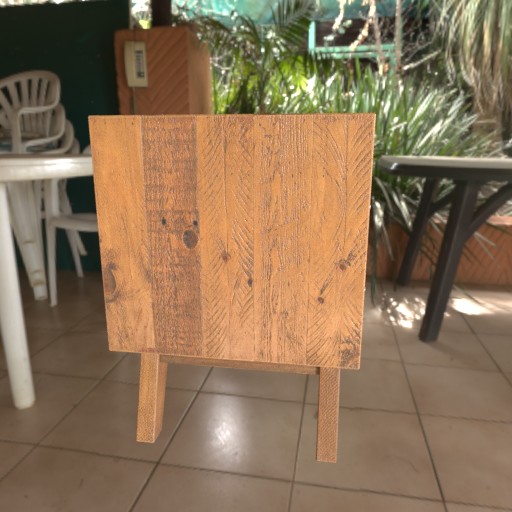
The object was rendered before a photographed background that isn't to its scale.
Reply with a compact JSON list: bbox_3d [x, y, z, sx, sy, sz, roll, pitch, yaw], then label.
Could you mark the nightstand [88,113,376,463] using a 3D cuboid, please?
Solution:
[{"bbox_3d":[0.000,0.000,1.044,0.450,0.599,0.650,2,15,9],"label":"nightstand"}]
